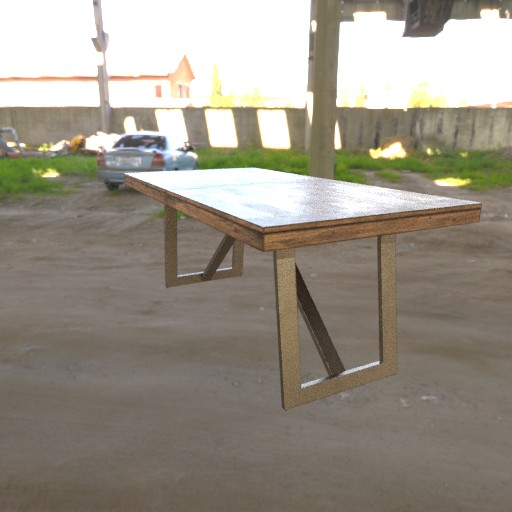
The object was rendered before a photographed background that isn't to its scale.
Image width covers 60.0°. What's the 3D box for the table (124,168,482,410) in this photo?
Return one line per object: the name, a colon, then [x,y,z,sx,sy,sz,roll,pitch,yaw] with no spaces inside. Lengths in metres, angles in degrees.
table: [0.000,0.000,2.348,0.931,0.757,1.867,-8,18,-27]
